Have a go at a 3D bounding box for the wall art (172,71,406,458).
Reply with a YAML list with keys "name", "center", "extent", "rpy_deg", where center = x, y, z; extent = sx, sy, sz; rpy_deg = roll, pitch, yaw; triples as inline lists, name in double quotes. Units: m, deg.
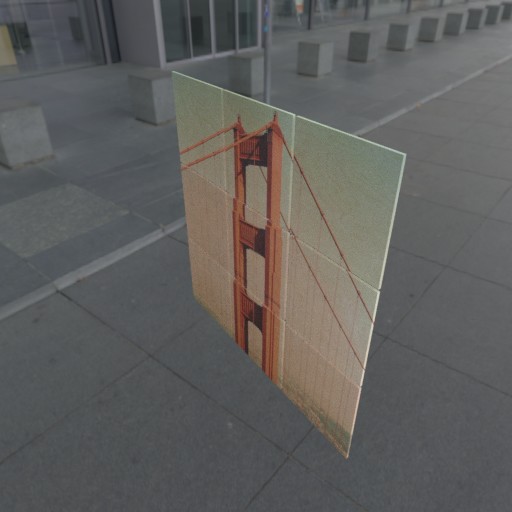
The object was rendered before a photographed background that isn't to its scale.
- name: "wall art"
  center: [0.000, 0.000, 2.240]
  extent: [0.013, 1.523, 1.517]
  rpy_deg: [-21, 39, -29]
